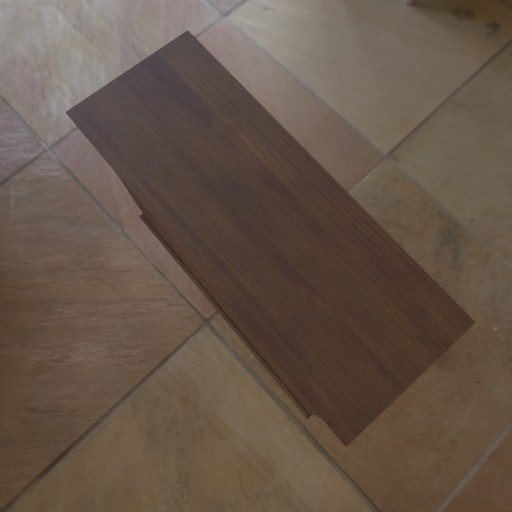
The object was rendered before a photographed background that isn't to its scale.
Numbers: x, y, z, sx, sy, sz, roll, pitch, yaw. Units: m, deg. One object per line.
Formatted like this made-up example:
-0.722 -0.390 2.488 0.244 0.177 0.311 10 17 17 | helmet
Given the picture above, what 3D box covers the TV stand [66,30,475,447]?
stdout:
0.000 0.000 1.475 0.406 0.813 1.067 -39 77 -10 | TV stand
